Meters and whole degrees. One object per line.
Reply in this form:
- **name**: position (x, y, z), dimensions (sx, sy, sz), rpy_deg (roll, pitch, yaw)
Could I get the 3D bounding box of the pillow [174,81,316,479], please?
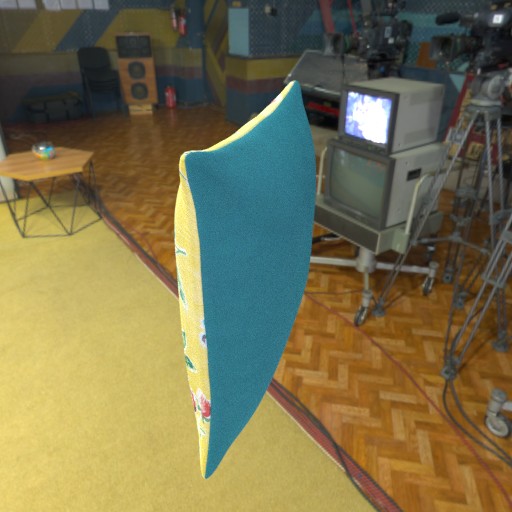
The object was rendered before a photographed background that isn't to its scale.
- **pillow**: position (0.000, 0.000, 0.771), dimensions (0.166, 0.508, 0.525), rpy_deg (8, 31, 14)
